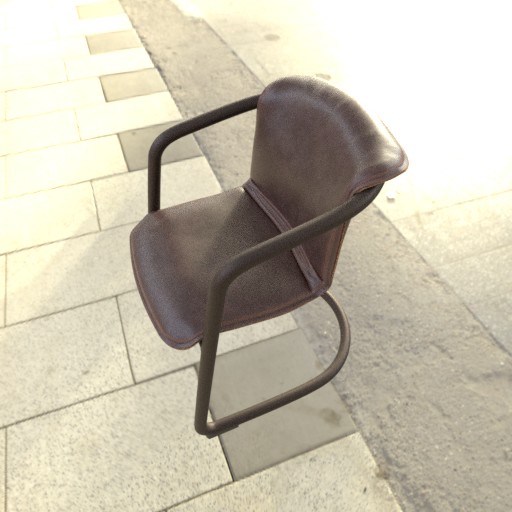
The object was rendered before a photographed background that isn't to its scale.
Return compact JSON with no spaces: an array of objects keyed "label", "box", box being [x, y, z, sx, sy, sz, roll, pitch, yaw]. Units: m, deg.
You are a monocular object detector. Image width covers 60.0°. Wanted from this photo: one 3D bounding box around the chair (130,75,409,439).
[{"label":"chair","box":[0.000,0.000,1.243,0.664,0.836,0.536,-17,49,-16]}]
